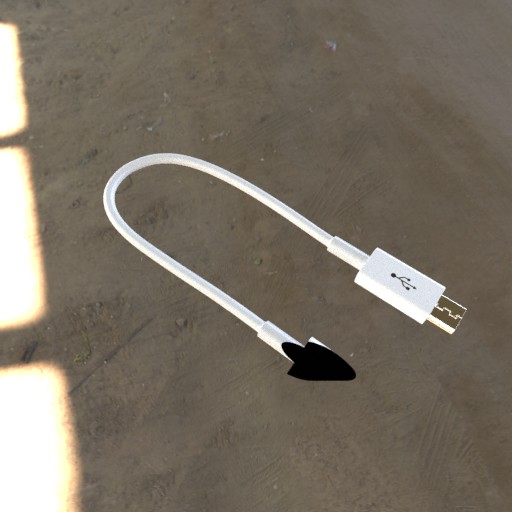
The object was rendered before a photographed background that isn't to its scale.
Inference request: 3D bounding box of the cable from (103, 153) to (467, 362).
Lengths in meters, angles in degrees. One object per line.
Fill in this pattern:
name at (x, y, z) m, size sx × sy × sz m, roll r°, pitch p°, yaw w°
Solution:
cable at (0.000, 0.000, 0.114) m, size 0.098 × 0.006 × 0.040 m, roll 33°, pitch 65°, yaw 18°
